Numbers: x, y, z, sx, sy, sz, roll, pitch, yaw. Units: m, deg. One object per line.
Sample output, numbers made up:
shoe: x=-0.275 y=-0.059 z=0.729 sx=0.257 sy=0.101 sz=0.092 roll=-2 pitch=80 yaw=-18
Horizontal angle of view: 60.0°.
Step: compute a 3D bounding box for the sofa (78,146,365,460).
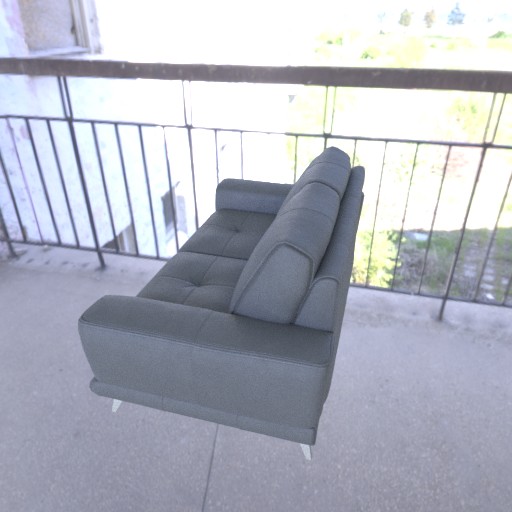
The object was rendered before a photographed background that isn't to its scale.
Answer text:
sofa: x=0.000 y=0.000 z=2.399 sx=1.018 sy=0.907 sz=1.806 roll=8 pitch=30 yaw=14
